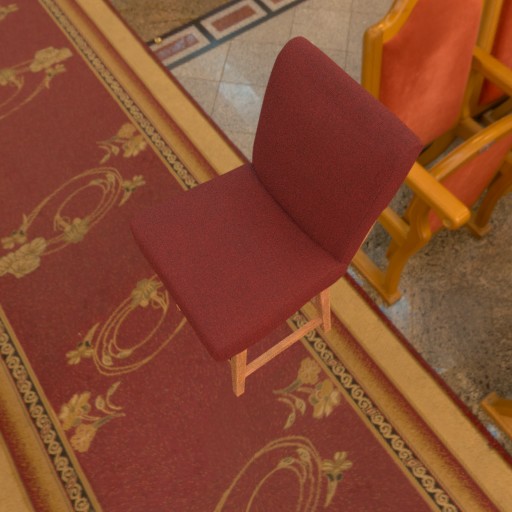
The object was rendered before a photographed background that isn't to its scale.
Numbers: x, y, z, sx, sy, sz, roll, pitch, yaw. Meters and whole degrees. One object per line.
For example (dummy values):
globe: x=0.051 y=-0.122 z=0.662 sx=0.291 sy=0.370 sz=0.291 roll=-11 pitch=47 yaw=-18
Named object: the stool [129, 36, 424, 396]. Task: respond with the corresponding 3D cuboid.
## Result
stool: x=0.000 y=0.000 z=1.330 sx=0.562 sy=1.038 sz=0.468 roll=-32 pitch=67 yaw=-15
